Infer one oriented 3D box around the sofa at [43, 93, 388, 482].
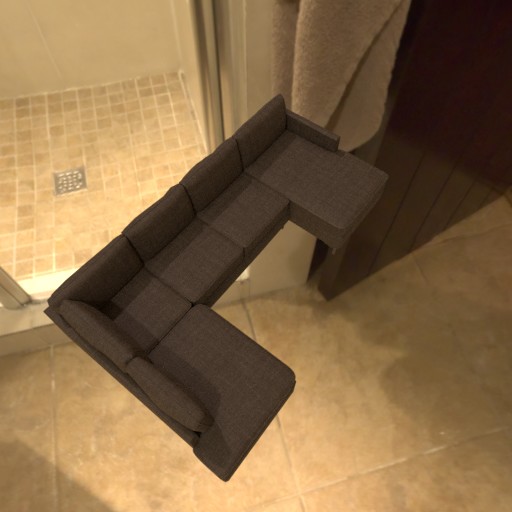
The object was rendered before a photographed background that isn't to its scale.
[{"bbox_3d":[0.000,0.000,4.352,2.048,0.999,3.423,34,65,18],"label":"sofa"}]
